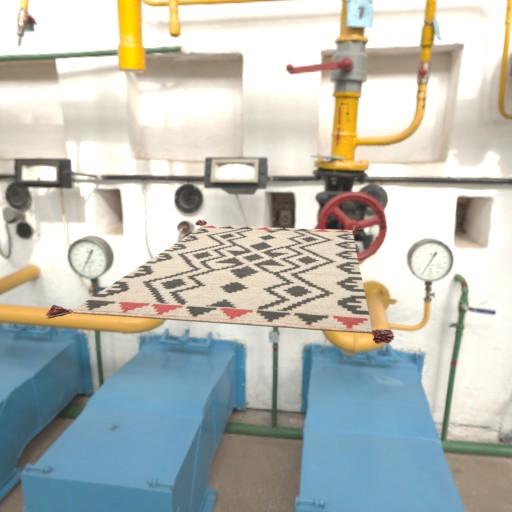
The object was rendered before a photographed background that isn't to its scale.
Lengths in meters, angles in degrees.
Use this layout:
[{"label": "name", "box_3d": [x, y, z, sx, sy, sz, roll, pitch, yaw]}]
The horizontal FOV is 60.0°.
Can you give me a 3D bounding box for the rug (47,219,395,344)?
[{"label": "rug", "box_3d": [0.000, 0.000, 3.334, 1.741, 0.066, 2.672, 2, 15, 9]}]
